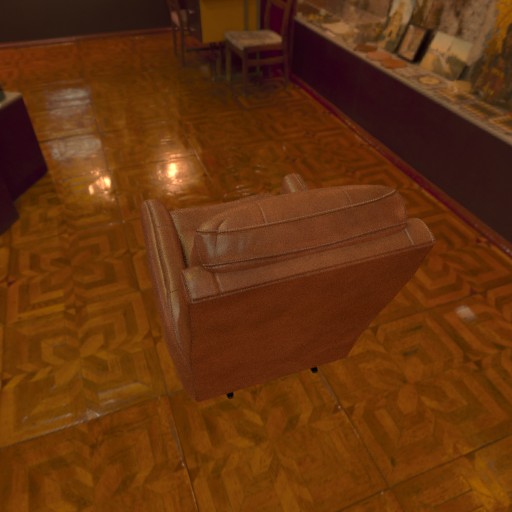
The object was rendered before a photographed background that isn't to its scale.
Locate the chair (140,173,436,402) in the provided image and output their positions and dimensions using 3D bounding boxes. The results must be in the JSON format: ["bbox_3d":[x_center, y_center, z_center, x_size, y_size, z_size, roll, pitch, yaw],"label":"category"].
[{"bbox_3d":[0.000,0.000,1.733,0.821,1.016,1.072,-13,43,-14],"label":"chair"}]
